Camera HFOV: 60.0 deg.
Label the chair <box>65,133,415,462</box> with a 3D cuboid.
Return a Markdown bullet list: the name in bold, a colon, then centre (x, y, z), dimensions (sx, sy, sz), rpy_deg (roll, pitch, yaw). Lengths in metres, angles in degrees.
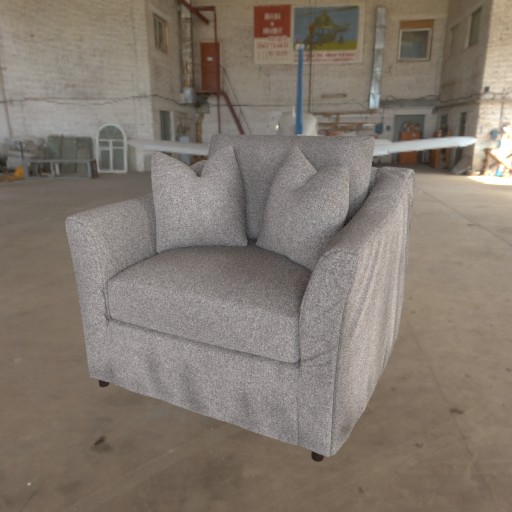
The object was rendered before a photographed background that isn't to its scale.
- **chair**: centre (0.000, 0.000, 2.003), dimensions (1.194, 1.059, 1.071), rpy_deg (8, 18, 26)
